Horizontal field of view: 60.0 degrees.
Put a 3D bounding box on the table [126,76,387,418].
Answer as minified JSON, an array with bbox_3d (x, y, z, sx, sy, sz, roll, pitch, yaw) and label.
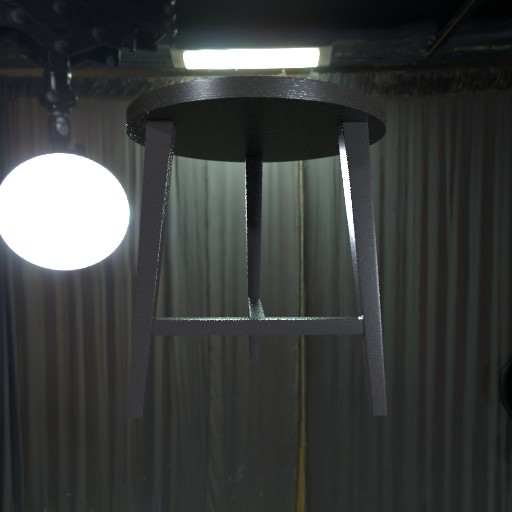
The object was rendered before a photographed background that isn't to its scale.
[{"bbox_3d":[0.000,0.000,0.893,0.500,0.531,0.500,0,1,0],"label":"table"}]
